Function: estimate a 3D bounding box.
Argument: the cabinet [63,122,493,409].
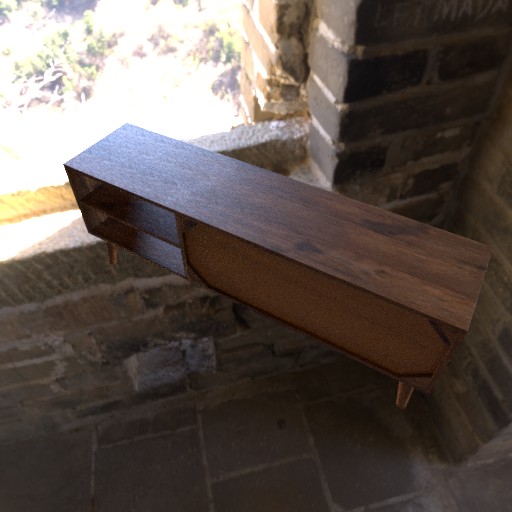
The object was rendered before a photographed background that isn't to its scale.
[{"bbox_3d":[0.000,0.000,1.672,1.448,0.528,0.349,23,50,21],"label":"cabinet"}]
